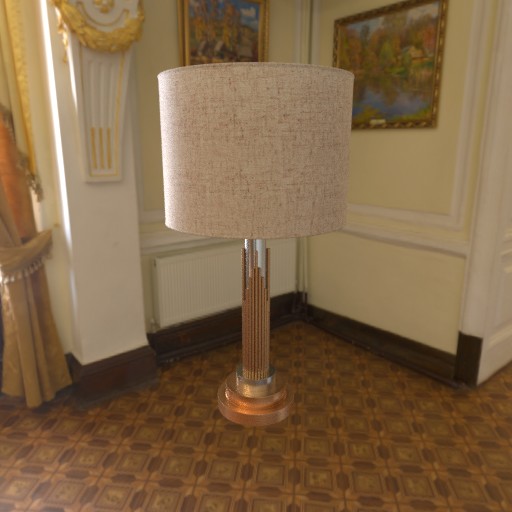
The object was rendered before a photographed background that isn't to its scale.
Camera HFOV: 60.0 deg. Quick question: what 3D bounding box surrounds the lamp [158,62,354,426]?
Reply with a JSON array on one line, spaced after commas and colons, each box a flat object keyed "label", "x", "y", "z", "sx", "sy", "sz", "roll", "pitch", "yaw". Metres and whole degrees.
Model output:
[{"label": "lamp", "x": 0.000, "y": 0.000, "z": 0.815, "sx": 0.321, "sy": 0.610, "sz": 0.321, "roll": -7, "pitch": 16, "yaw": -25}]
